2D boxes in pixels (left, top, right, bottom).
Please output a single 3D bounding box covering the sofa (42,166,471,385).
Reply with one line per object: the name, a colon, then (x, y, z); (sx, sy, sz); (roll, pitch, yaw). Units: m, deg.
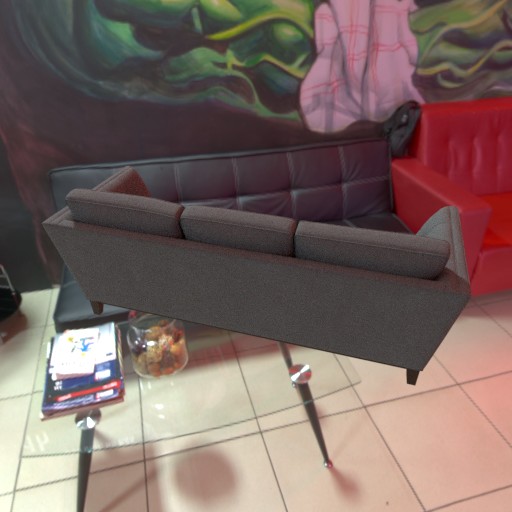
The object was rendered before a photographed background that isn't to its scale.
sofa: (0.000, 0.000, 2.888); (2.387, 0.940, 0.965); (10, 34, 15)
